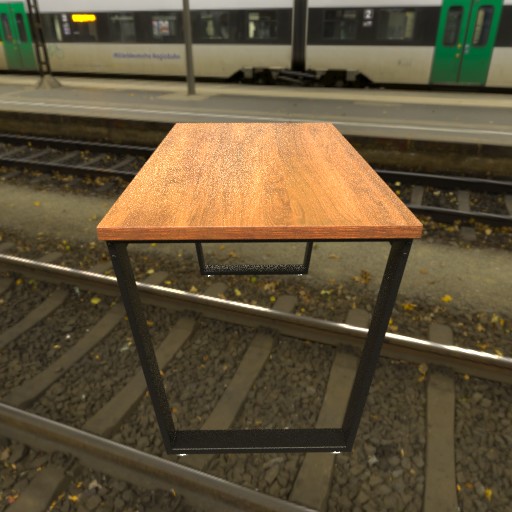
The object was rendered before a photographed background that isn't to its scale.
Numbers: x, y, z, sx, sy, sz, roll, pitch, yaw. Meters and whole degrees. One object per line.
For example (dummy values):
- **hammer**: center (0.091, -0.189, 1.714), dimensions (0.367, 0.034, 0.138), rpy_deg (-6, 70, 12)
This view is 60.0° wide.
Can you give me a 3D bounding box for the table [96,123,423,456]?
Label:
- **table**: center (0.000, 0.000, 1.674), dimensions (0.714, 0.760, 1.205), rpy_deg (0, 27, -1)
